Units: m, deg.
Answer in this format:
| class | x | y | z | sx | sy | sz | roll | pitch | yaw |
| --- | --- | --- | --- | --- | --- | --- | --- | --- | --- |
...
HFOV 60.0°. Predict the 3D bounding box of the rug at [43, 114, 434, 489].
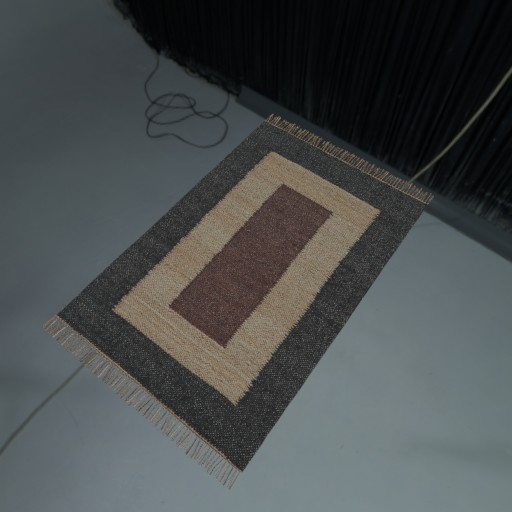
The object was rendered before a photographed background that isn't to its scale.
| class | x | y | z | sx | sy | sz | roll | pitch | yaw |
| --- | --- | --- | --- | --- | --- | --- | --- | --- | --- |
| rug | 0.000 | 0.000 | 2.481 | 1.224 | 0.027 | 2.021 | 33 | 64 | 18 |
